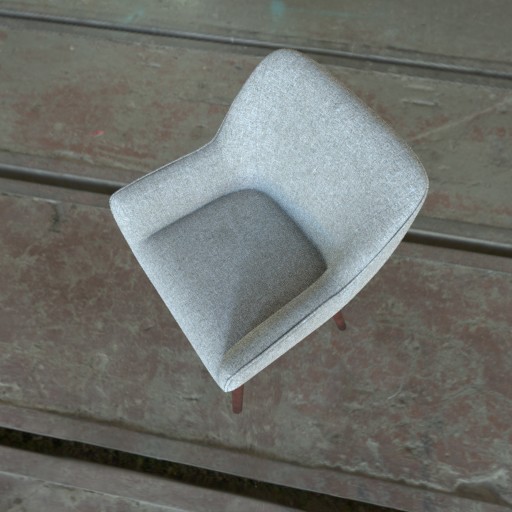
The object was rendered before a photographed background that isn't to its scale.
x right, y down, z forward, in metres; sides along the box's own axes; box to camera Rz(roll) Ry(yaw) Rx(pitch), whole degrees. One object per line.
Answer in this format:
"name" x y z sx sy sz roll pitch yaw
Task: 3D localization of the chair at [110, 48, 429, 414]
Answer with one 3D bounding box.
"chair" 0.000 0.000 1.162 0.519 0.803 0.543 -32 67 -15
